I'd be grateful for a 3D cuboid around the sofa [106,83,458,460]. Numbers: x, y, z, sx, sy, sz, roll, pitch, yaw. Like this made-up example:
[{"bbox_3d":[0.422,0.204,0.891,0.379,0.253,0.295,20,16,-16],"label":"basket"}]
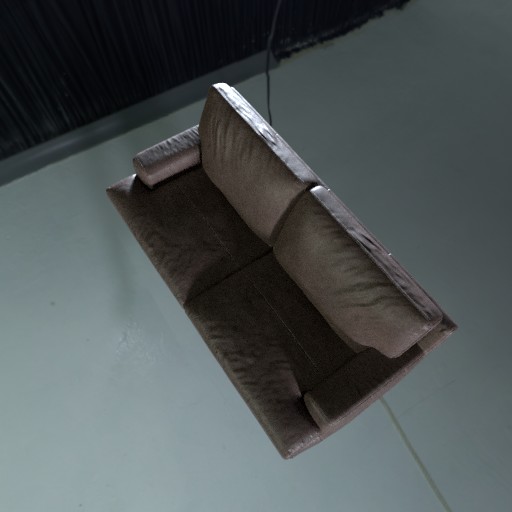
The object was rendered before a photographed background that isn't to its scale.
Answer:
[{"bbox_3d":[0.000,0.000,2.874,1.143,0.941,2.261,-32,68,-15],"label":"sofa"}]
